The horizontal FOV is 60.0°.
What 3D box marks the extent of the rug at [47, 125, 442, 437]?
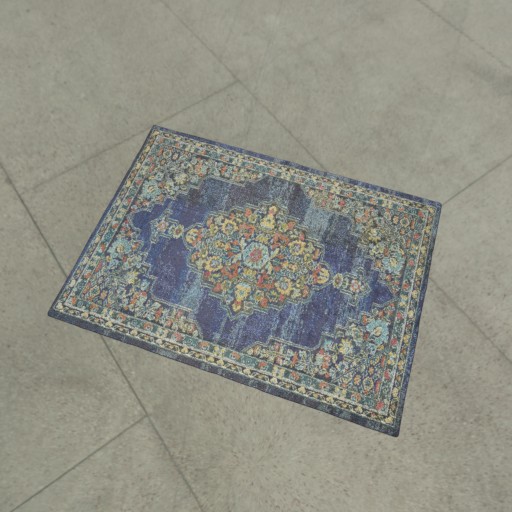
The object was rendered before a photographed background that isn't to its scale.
[{"bbox_3d":[0.000,0.000,2.954,2.232,0.009,1.630,17,66,8],"label":"rug"}]
